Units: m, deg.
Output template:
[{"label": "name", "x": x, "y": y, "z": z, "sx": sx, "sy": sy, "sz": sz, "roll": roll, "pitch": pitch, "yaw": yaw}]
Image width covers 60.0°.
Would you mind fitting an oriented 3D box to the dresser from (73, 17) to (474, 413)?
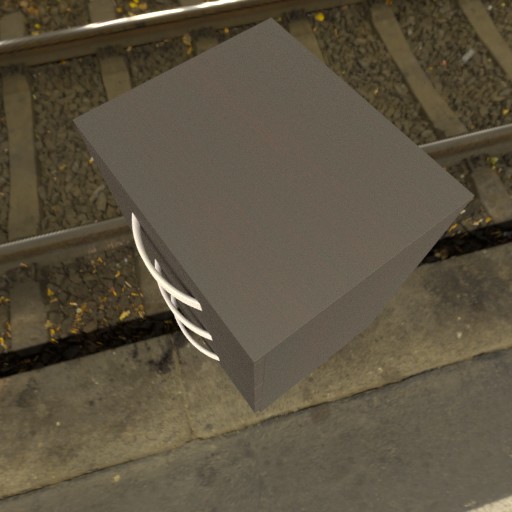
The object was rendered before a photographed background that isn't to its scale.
[{"label": "dresser", "x": 0.000, "y": 0.000, "z": 0.811, "sx": 0.360, "sy": 0.560, "sz": 0.400, "roll": -34, "pitch": 69, "yaw": -15}]
